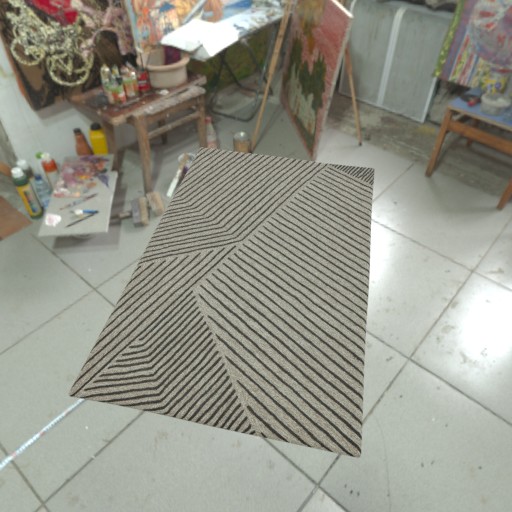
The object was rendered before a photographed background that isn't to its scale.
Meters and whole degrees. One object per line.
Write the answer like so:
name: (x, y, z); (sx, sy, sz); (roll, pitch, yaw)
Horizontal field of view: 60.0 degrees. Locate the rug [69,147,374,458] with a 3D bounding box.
rug: (0.000, 0.000, 3.045); (1.539, 0.023, 2.406); (9, 47, 8)
